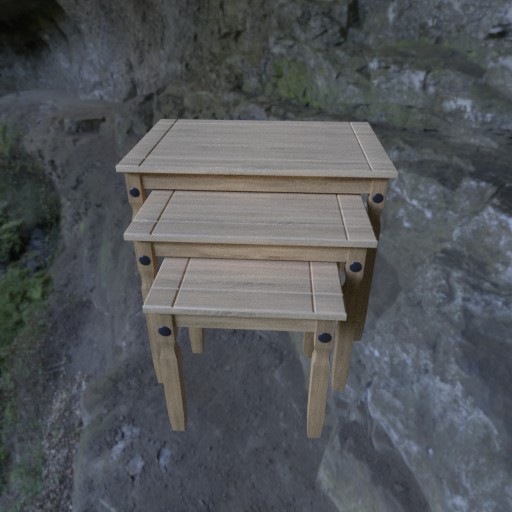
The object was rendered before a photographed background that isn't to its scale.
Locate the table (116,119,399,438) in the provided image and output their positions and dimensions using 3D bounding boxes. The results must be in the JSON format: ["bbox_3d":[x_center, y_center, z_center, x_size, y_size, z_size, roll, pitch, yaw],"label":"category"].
[{"bbox_3d":[0.000,0.000,1.209,0.660,0.535,0.773,2,31,3],"label":"table"}]
